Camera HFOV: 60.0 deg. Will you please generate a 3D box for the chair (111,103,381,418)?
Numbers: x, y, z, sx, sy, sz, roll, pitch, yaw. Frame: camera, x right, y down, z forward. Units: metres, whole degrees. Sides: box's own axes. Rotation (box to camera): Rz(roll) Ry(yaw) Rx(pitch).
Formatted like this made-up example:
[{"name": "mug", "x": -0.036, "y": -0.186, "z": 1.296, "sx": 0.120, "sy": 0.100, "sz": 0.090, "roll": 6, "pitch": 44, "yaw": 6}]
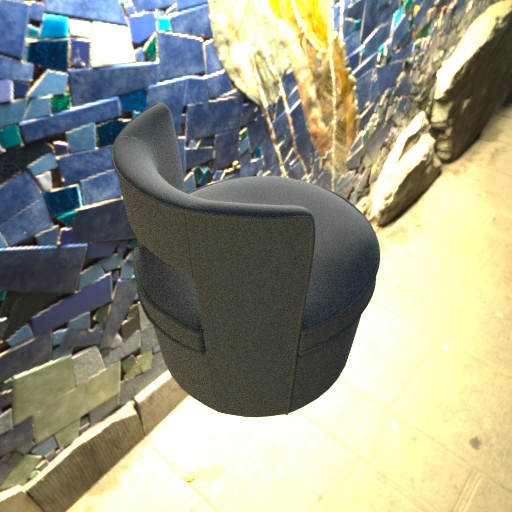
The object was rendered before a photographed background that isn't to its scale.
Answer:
[{"name": "chair", "x": 0.000, "y": 0.000, "z": 1.225, "sx": 0.665, "sy": 0.723, "sz": 0.650, "roll": -25, "pitch": 47, "yaw": -26}]
